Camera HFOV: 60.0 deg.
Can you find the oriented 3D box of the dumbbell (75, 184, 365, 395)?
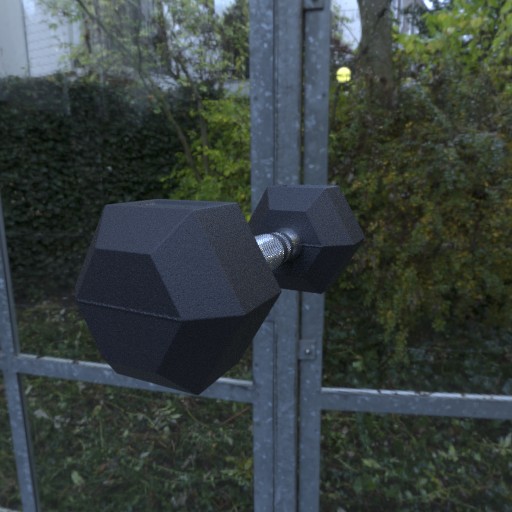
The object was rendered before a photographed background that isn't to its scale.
[{"bbox_3d":[0.000,0.000,0.324,0.106,0.092,0.272,6,13,26],"label":"dumbbell"}]
